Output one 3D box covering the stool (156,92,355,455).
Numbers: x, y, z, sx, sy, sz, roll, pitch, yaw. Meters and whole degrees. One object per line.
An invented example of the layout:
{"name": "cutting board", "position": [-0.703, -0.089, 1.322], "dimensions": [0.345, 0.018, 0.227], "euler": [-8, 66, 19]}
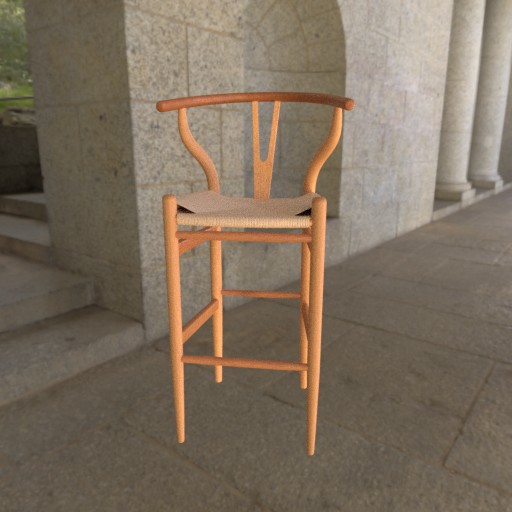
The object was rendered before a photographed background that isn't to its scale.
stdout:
{"name": "stool", "position": [0.000, 0.000, 1.452], "dimensions": [0.574, 1.068, 0.561], "euler": [2, 14, 8]}
